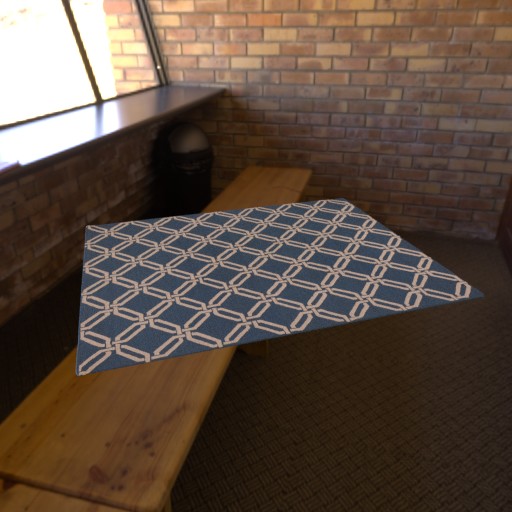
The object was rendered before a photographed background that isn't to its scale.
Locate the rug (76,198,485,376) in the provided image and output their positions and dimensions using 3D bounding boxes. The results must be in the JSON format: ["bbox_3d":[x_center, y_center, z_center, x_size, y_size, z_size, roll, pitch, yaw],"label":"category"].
[{"bbox_3d":[0.000,0.000,3.867,2.867,0.020,2.277,-8,28,-16],"label":"rug"}]
